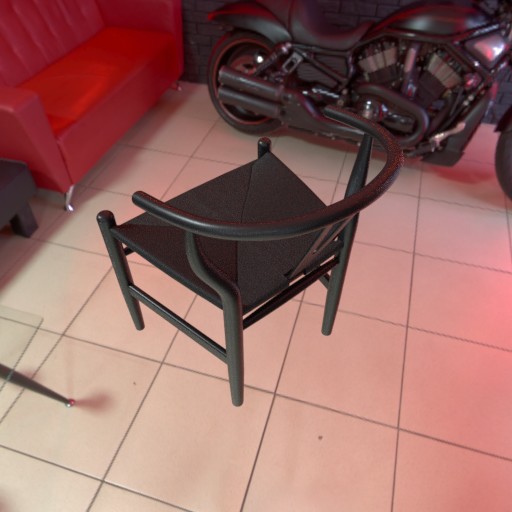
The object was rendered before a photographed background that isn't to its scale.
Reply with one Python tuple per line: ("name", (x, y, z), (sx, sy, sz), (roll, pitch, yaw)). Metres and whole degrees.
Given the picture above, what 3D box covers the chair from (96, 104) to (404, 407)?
("chair", (0.000, 0.000, 1.151), (0.569, 0.730, 0.579), (-31, 53, -27))
